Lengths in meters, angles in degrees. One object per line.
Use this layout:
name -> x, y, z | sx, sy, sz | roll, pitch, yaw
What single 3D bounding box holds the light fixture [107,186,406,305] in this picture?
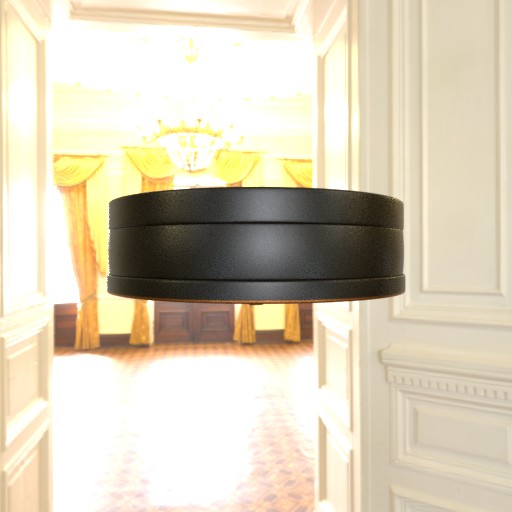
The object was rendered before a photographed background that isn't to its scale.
light fixture -> 0.000, 0.000, 0.443 | 0.283, 0.097, 0.283 | 0, 0, 0
